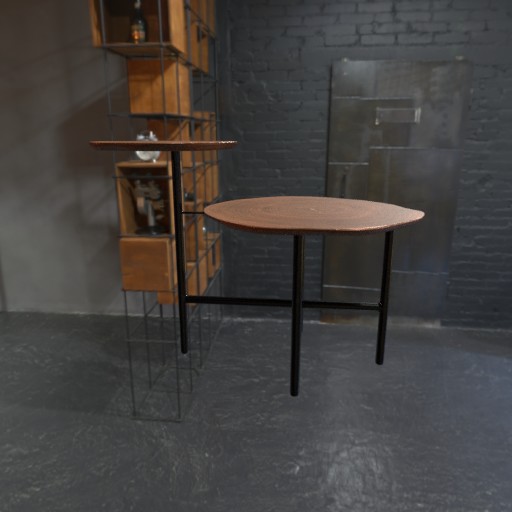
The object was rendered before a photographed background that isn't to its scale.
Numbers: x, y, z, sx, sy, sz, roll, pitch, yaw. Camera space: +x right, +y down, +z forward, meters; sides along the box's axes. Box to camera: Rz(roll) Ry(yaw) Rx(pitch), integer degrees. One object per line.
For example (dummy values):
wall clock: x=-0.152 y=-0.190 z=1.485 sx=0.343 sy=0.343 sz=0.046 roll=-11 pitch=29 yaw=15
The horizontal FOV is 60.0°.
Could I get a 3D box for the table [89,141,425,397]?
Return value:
table: x=0.000 y=0.000 z=1.079 sx=0.759 sy=0.538 sz=0.442 roll=2 pitch=15 yaw=7
